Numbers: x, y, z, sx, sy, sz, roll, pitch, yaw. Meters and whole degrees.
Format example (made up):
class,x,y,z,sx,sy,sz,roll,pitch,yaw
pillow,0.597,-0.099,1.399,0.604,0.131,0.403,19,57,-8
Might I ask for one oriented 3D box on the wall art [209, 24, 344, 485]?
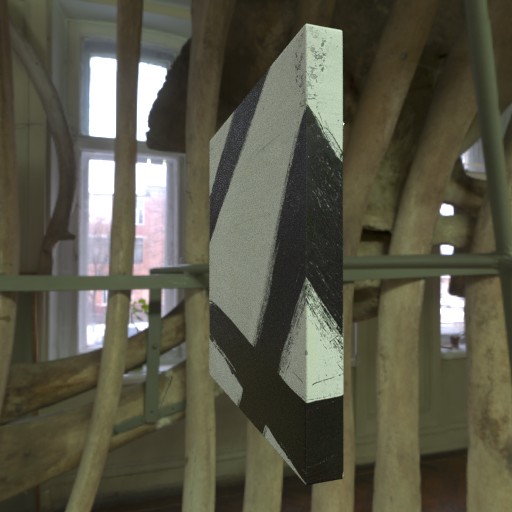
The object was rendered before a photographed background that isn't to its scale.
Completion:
class,x,y,z,sx,sy,sz,roll,pitch,yaw
wall art,0.000,0.000,0.732,0.050,0.508,0.507,0,-1,-18
